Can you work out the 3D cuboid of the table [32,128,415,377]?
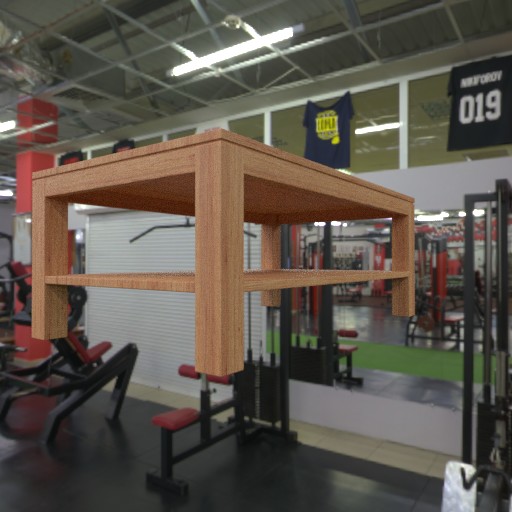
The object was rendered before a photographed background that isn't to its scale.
[{"bbox_3d":[0.000,0.000,1.479,0.695,0.457,1.146,0,-1,37],"label":"table"}]
